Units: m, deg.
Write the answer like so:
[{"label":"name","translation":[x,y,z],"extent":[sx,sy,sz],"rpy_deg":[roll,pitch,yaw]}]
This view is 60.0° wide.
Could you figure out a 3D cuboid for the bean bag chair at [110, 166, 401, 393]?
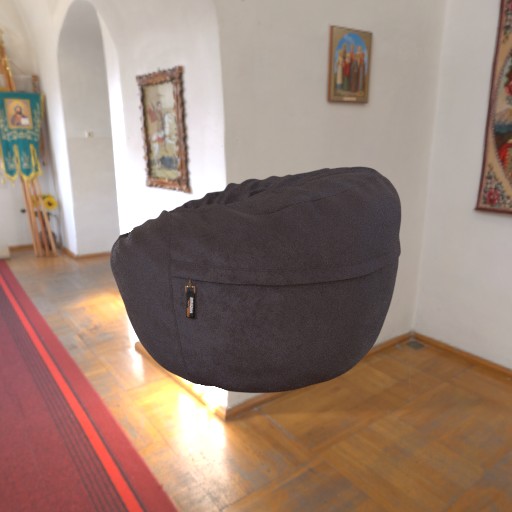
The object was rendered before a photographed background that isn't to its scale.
[{"label":"bean bag chair","translation":[0.000,0.000,2.051],"extent":[1.245,0.821,1.245],"rpy_deg":[0,16,0]}]
